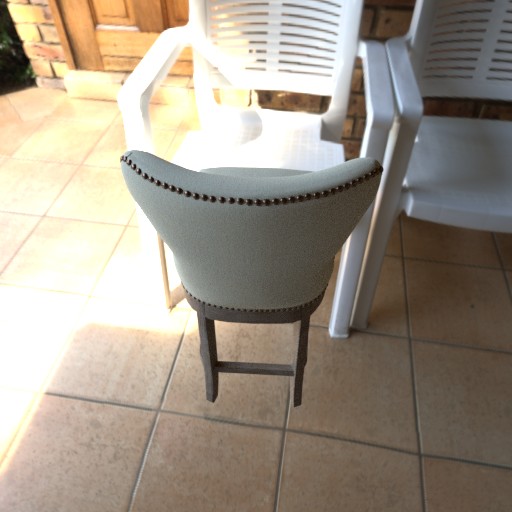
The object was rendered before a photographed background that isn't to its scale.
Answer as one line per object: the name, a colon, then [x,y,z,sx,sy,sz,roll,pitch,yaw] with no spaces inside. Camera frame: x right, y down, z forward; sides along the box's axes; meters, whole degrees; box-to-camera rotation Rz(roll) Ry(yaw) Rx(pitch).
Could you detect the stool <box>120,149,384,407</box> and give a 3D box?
stool: [0.000,0.000,1.307,0.498,0.981,0.608,2,47,2]
